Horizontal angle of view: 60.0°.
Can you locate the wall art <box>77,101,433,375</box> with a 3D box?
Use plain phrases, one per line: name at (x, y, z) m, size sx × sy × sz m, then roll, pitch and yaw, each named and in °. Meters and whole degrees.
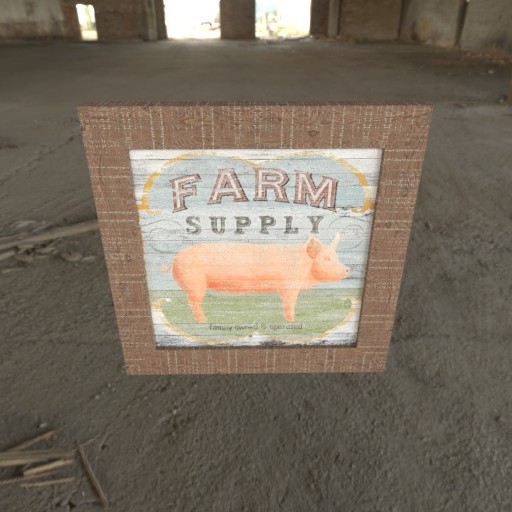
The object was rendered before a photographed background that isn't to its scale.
wall art at (0.000, 0.000, 0.805) m, size 0.531 × 0.531 × 0.040 m, roll 0°, pitch 29°, yaw -1°
